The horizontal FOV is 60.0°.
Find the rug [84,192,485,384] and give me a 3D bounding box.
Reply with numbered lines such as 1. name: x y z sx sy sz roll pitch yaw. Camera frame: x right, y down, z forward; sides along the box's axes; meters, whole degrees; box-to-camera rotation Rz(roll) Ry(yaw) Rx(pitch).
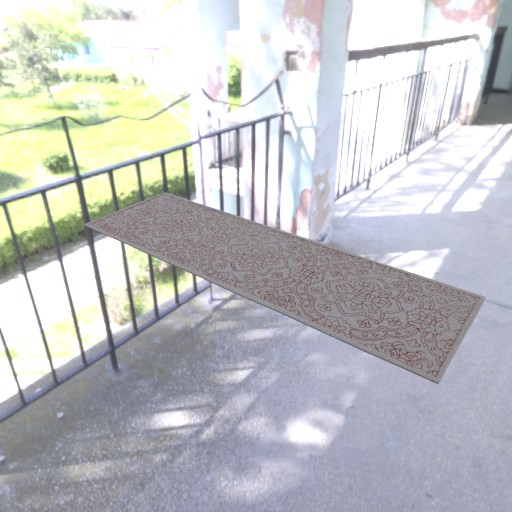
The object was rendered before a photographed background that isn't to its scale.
1. rug: 0.000 0.000 2.701 2.448 0.012 0.769 21 36 32
